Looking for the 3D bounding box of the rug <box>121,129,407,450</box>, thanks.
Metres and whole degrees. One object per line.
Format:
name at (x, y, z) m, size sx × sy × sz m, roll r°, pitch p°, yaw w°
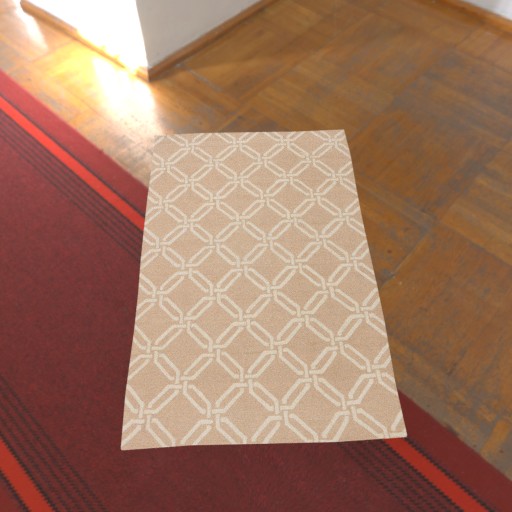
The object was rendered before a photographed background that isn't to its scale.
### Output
rug at (0.000, 0.000, 2.200) m, size 1.146 × 0.010 × 1.745 m, roll -2°, pitch 59°, yaw -1°
